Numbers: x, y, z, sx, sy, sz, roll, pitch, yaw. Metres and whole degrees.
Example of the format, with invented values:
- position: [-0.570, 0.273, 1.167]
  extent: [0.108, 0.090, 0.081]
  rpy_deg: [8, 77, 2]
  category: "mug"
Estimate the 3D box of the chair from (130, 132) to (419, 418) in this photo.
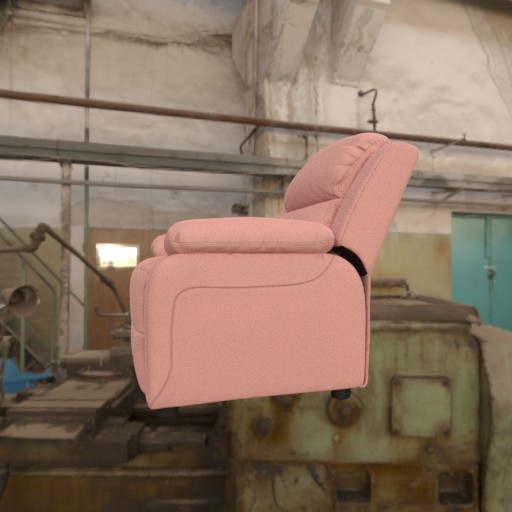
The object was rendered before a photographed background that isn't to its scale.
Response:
- position: [0.000, 0.000, 1.296]
  extent: [0.709, 0.702, 0.680]
  rpy_deg: [0, -1, -16]
  category: "chair"
